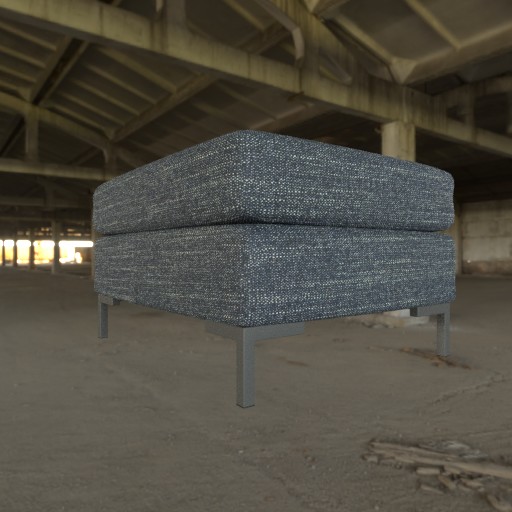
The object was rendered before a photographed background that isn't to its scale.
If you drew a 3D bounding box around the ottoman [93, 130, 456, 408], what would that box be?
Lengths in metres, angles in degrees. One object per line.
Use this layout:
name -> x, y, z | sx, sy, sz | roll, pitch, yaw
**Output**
ottoman -> 0.000, 0.000, 1.209 | 0.667, 0.491, 0.814 | 0, 0, -37
